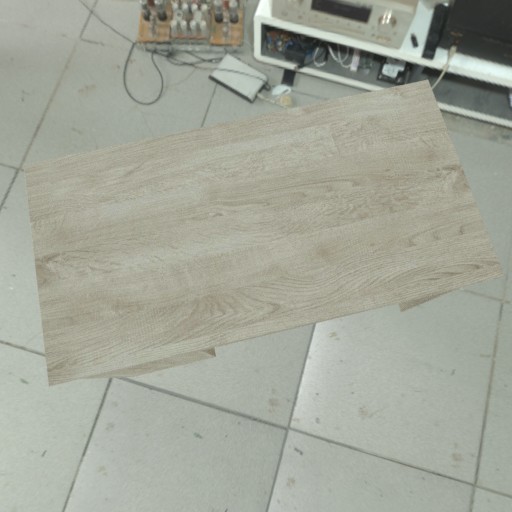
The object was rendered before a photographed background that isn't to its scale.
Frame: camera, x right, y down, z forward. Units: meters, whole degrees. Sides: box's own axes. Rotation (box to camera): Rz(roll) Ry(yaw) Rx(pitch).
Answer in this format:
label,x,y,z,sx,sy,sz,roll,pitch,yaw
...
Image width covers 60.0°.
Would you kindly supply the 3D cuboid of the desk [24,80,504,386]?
label,x,y,z,sx,sy,sz,roll,pitch,yaw
desk,0.000,0.000,1.453,1.096,0.730,0.560,-13,76,-3
